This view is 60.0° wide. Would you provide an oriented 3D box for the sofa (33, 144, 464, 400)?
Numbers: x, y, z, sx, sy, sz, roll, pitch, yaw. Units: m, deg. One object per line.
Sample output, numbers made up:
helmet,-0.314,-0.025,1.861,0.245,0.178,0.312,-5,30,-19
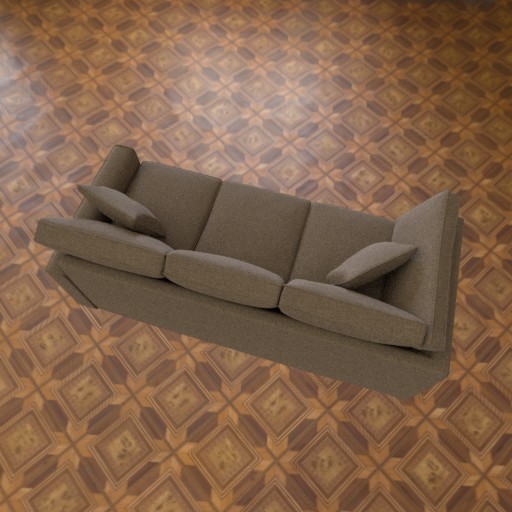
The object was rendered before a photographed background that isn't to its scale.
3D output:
sofa,0.000,0.000,2.818,2.317,0.962,1.061,15,64,8
